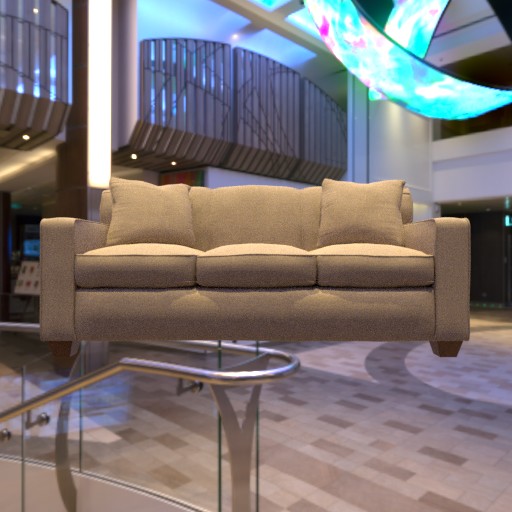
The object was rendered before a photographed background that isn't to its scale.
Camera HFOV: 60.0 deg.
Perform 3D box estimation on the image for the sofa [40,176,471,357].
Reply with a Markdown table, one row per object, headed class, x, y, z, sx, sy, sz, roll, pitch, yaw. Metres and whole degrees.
| class | x | y | z | sx | sy | sz | roll | pitch | yaw |
| --- | --- | --- | --- | --- | --- | --- | --- | --- | --- |
| sofa | 0.000 | 0.000 | 2.506 | 2.024 | 0.958 | 0.997 | 0 | 0 | 0 |
